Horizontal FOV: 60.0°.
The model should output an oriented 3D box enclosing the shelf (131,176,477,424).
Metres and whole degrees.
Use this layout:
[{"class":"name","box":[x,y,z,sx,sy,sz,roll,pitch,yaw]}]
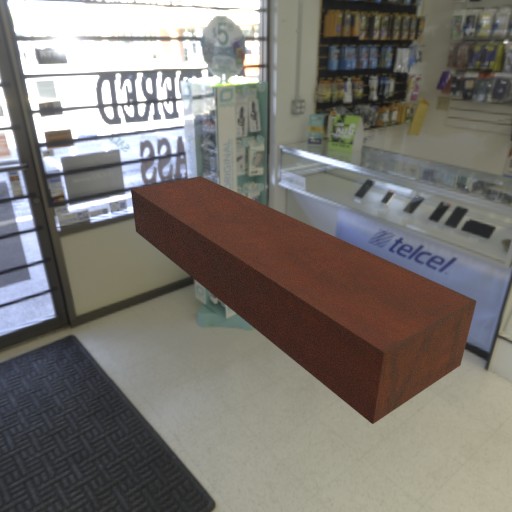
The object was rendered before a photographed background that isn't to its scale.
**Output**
[{"class":"shelf","box":[0.000,0.000,0.680,0.152,0.088,0.607,-17,31,-32]}]
